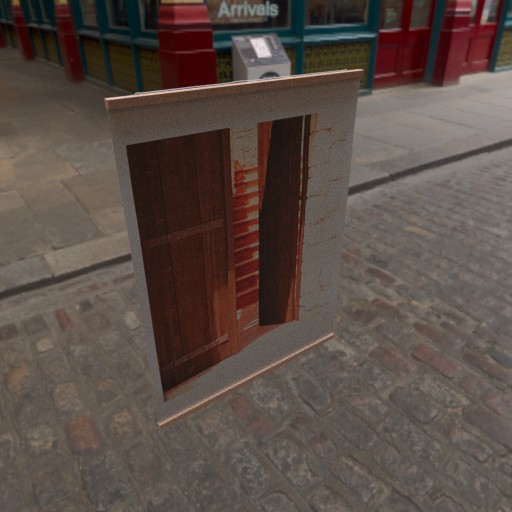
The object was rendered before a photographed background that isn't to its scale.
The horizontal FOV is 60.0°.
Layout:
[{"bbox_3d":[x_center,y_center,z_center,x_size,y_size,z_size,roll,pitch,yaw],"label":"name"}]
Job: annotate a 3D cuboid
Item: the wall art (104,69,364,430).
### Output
[{"bbox_3d":[0.000,0.000,1.351,0.758,1.013,0.020,-20,35,-30],"label":"wall art"}]
